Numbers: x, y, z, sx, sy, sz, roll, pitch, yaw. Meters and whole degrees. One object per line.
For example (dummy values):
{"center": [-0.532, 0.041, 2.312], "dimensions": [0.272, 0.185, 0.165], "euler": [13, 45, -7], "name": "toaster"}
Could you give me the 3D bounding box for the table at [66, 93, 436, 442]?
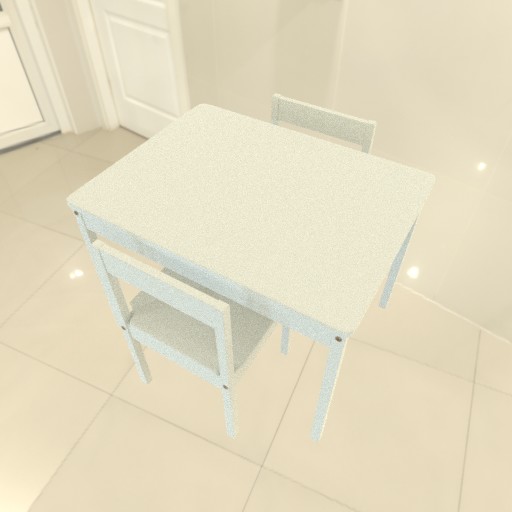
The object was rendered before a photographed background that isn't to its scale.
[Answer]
{"center": [0.000, 0.000, 1.114], "dimensions": [0.650, 0.503, 0.672], "euler": [24, 51, 21], "name": "table"}
